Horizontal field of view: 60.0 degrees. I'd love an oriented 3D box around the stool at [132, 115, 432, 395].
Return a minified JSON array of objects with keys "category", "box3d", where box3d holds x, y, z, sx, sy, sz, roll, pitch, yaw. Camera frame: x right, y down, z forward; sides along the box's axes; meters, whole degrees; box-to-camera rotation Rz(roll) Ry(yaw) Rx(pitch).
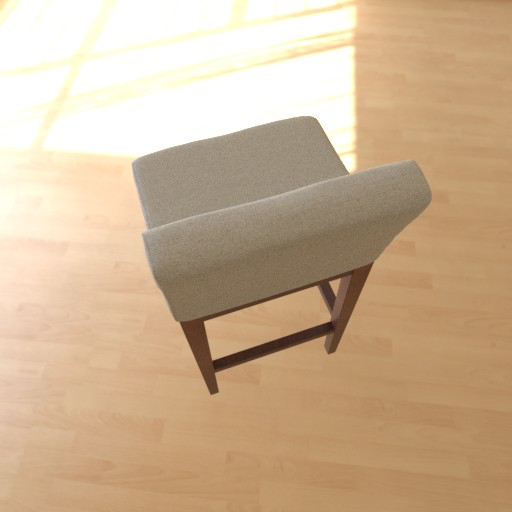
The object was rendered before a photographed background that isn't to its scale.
[{"category":"stool","box3d":[0.000,0.000,1.228,0.511,0.937,0.500,-17,61,-10]}]
